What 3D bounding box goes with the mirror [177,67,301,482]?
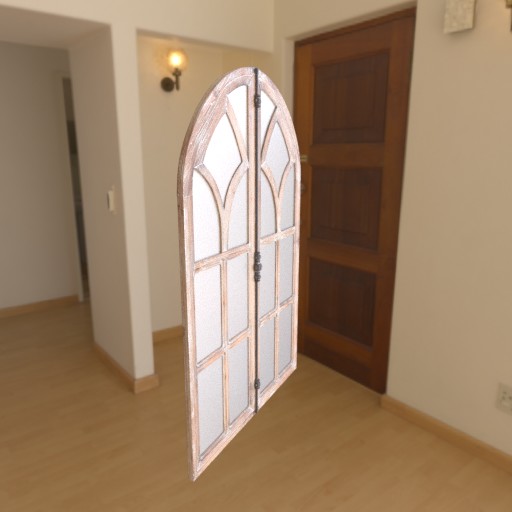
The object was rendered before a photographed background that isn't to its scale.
[{"bbox_3d":[0.000,0.000,1.155,0.032,0.915,0.609,7,15,26],"label":"mirror"}]
